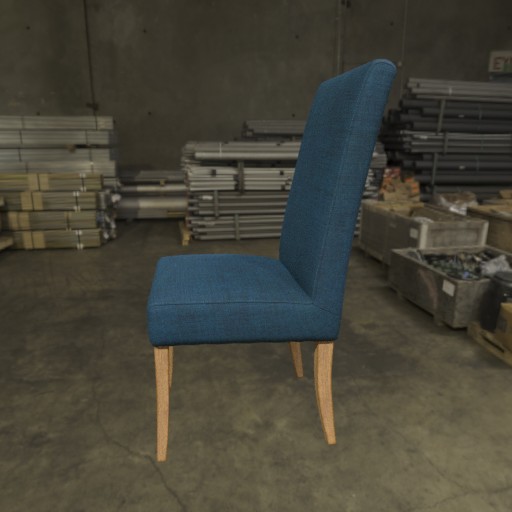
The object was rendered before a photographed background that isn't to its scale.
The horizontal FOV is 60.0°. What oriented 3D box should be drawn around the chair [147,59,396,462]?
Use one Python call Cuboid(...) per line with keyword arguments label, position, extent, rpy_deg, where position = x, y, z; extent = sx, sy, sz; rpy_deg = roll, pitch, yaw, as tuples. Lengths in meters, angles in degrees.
Cuboid(label="chair", position=(0.000, 0.000, 1.313), extent=(0.610, 1.029, 0.450), rpy_deg=(-2, 15, -8))
